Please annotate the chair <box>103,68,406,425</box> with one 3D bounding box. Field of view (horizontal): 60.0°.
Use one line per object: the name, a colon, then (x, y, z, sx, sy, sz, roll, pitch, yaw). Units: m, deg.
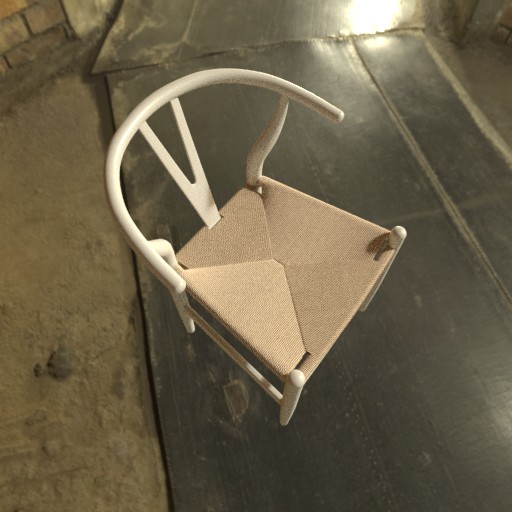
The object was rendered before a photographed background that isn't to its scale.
chair: (0.000, 0.000, 1.148, 0.579, 0.730, 0.569, 33, 64, 18)
